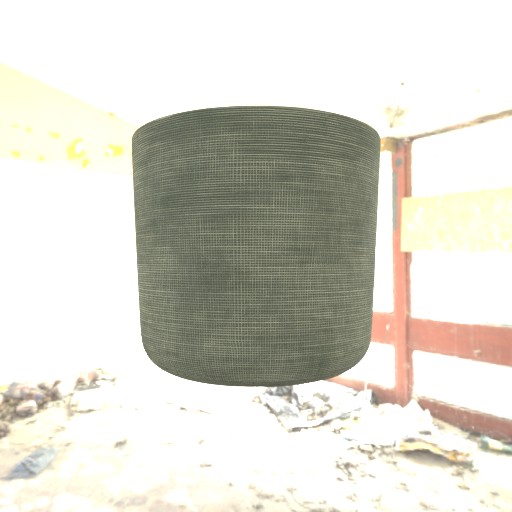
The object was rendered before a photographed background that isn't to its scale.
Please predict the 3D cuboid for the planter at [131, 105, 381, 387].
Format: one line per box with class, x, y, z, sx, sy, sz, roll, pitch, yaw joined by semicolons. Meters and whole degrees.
planter;0.000;0.000;0.809;0.440;0.398;0.440;0;-1;0
